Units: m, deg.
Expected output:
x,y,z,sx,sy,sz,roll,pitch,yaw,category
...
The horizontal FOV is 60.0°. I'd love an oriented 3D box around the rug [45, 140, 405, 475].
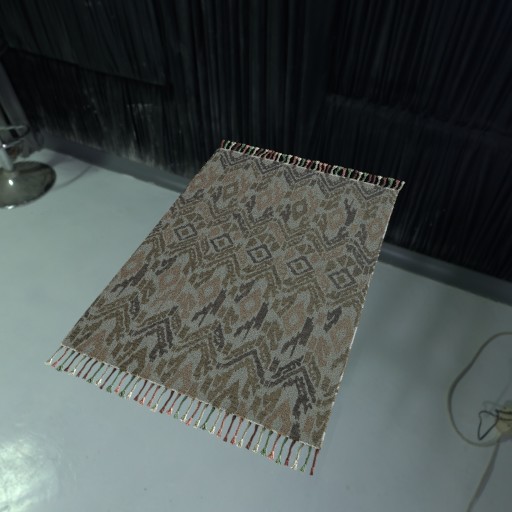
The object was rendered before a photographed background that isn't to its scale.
x,y,z,sx,sy,sz,roll,pitch,yaw,category
0.000,0.000,2.286,1.219,0.008,1.829,17,50,15,rug
